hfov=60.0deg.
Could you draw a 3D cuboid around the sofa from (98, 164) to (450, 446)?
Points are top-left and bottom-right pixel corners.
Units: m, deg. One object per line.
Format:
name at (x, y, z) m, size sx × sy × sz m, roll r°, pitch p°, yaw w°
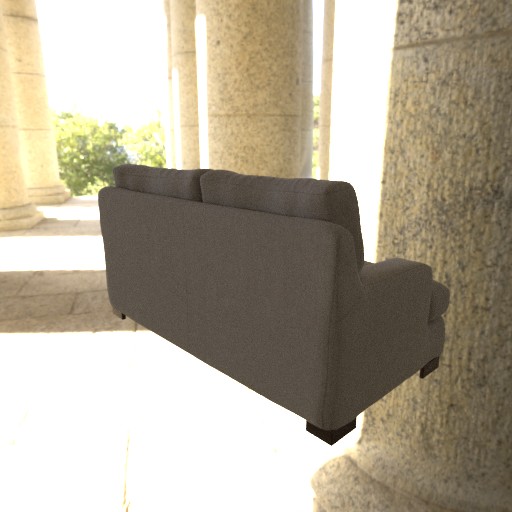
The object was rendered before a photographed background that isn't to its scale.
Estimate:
sofa at (0.000, 0.000, 2.463) m, size 0.962 × 0.980 × 1.855 m, roll -13°, pitch 20°, yaw -41°
